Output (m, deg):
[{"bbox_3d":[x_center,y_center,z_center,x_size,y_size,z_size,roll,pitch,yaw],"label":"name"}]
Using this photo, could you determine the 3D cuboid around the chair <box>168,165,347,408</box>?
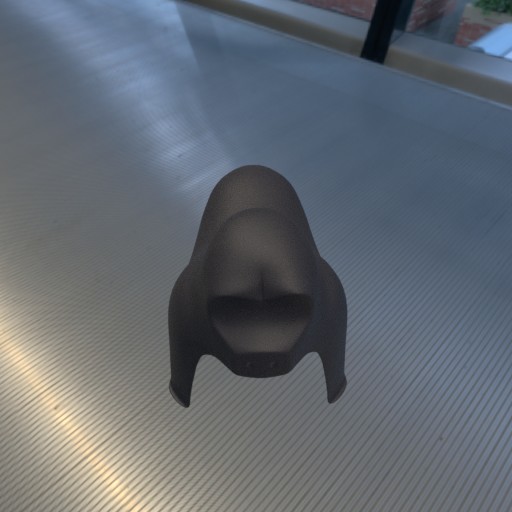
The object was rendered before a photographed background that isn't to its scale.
[{"bbox_3d":[0.000,0.000,1.144,0.490,0.600,0.758,-1,46,-1],"label":"chair"}]
